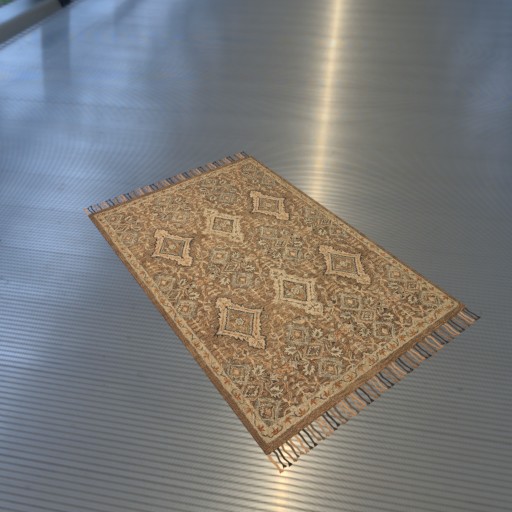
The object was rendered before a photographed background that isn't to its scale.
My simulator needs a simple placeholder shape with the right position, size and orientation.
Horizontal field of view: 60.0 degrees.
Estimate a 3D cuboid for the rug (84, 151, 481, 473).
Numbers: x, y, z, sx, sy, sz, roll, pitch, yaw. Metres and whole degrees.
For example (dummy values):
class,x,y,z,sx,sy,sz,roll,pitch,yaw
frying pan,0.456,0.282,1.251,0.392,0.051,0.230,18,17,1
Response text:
class,x,y,z,sx,sy,sz,roll,pitch,yaw
rug,0.000,0.000,3.009,1.516,0.010,2.434,-26,48,-26
